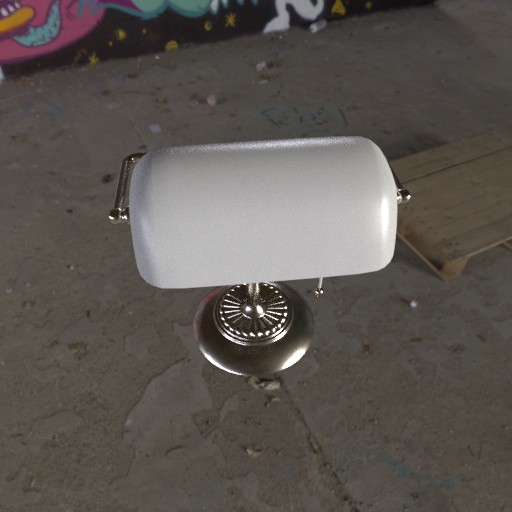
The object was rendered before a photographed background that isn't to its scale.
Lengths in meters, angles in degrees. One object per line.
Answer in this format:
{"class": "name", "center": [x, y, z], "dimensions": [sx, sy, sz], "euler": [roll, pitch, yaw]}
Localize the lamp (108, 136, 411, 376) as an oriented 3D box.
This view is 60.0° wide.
{"class": "lamp", "center": [0.000, 0.000, 0.510], "dimensions": [0.264, 0.339, 0.243], "euler": [-4, 45, -4]}
